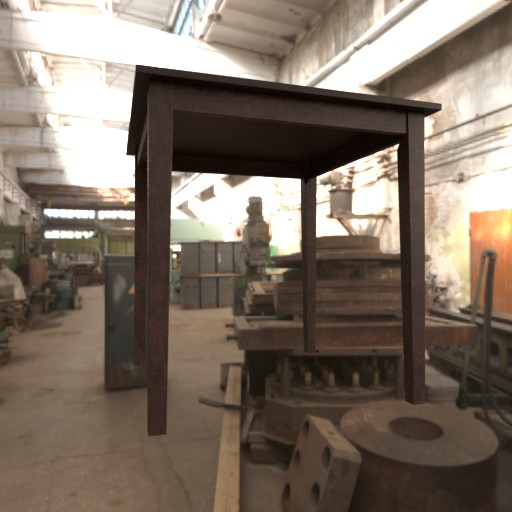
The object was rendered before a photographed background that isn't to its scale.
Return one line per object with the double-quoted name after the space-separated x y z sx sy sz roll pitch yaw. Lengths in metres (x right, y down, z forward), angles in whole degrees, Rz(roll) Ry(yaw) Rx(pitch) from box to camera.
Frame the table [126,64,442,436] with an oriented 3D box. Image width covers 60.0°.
0.000 0.000 1.363 0.749 0.770 0.749 0 0 -18 "table"
